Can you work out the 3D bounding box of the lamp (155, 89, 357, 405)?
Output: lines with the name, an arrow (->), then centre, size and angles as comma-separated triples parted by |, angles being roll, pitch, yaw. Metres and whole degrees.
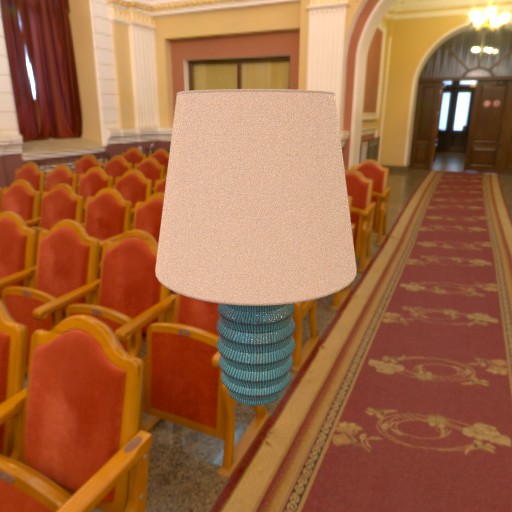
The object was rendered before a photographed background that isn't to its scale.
lamp -> 0.000, 0.000, 0.569 | 0.254, 0.392, 0.254 | 0, 18, 0
